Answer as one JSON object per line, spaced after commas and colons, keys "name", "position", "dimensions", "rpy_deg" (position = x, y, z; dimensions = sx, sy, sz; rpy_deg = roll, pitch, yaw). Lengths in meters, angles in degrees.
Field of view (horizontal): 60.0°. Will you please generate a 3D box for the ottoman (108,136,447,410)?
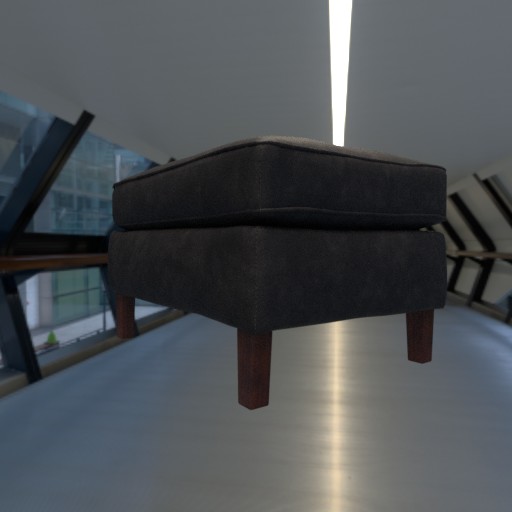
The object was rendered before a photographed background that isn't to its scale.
{"name": "ottoman", "position": [0.000, 0.000, 0.991], "dimensions": [0.501, 0.413, 0.665], "rpy_deg": [-1, 3, -35]}
